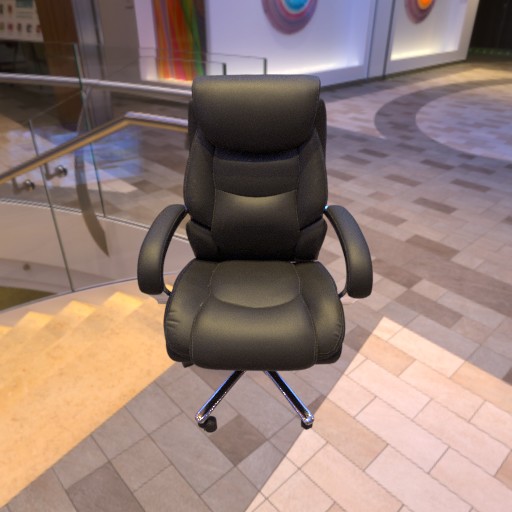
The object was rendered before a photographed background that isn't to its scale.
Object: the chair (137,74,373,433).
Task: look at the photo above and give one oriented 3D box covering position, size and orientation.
[{"bbox_3d":[0.000,0.000,1.677,0.755,1.183,0.790,1,31,1],"label":"chair"}]
